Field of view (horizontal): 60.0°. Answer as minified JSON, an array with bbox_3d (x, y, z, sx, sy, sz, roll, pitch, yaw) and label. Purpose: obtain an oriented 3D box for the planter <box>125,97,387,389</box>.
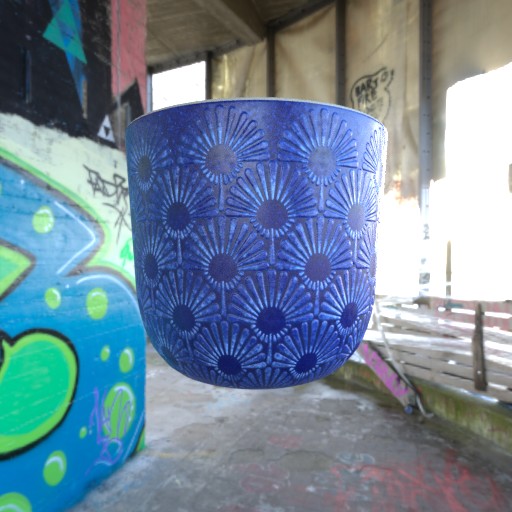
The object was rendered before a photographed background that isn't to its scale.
[{"bbox_3d":[0.000,0.000,0.364,0.206,0.190,0.206,0,1,0],"label":"planter"}]
